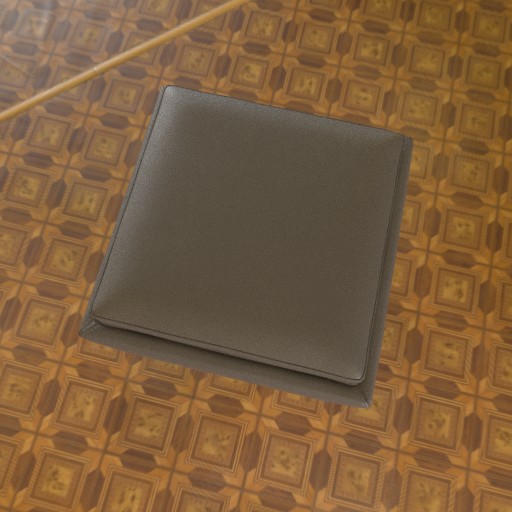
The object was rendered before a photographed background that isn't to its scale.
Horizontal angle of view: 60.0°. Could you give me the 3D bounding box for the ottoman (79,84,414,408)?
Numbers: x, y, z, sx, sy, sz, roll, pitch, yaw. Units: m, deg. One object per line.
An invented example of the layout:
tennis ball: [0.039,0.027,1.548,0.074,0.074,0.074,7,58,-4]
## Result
ottoman: [0.000,0.000,0.834,0.451,0.460,0.450,13,75,3]
